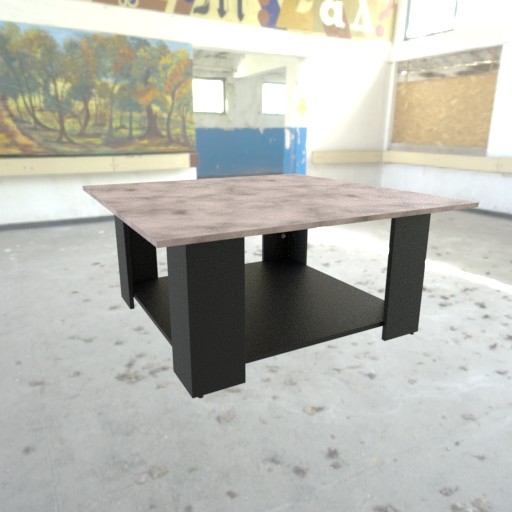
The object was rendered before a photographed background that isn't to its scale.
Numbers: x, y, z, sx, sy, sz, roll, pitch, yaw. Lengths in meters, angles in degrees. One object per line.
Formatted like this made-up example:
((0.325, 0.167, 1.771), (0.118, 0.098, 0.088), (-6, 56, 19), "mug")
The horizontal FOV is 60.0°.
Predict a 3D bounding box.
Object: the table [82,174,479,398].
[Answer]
((0.000, 0.000, 1.073), (0.670, 0.305, 0.670), (-9, 18, -27), "table")
